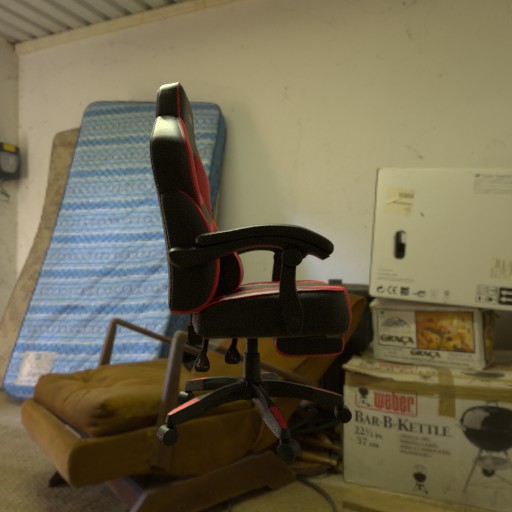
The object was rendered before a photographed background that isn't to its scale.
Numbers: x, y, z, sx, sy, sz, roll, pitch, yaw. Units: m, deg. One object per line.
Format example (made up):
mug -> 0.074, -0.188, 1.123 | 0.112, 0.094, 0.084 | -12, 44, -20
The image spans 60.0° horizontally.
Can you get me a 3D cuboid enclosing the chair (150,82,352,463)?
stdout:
chair -> 0.000, 0.000, 1.643 | 0.700, 1.220, 0.700 | 0, 0, 0
